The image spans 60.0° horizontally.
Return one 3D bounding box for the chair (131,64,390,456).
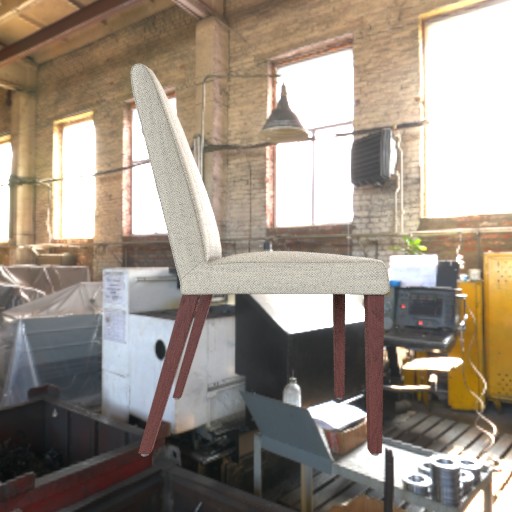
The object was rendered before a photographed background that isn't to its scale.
[{"bbox_3d":[0.000,0.000,1.212,0.594,0.900,0.480,0,-1,0],"label":"chair"}]
